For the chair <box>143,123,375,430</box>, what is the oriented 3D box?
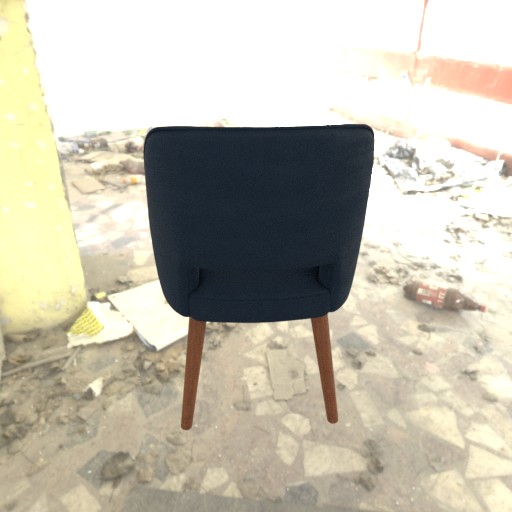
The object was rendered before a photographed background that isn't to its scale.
[{"bbox_3d":[0.000,0.000,1.240,0.559,0.844,0.591,-2,30,-3],"label":"chair"}]
